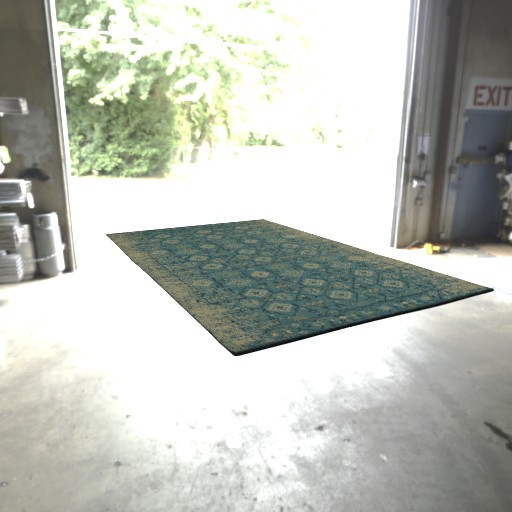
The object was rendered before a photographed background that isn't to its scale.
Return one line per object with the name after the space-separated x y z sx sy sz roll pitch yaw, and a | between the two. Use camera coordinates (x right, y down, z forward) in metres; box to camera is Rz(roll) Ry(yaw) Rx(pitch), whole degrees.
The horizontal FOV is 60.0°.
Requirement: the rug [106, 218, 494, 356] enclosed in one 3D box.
0.000 0.000 2.996 1.530 0.015 2.449 -8 17 -28 | rug
